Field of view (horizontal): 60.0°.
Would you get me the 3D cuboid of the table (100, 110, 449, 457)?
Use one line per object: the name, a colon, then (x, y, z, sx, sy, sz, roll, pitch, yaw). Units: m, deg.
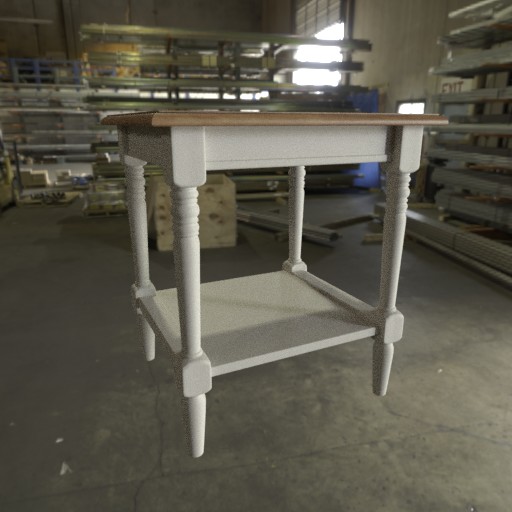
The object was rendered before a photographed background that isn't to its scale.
table: (0.000, 0.000, 0.922, 0.508, 0.561, 0.457, -8, 19, -25)
